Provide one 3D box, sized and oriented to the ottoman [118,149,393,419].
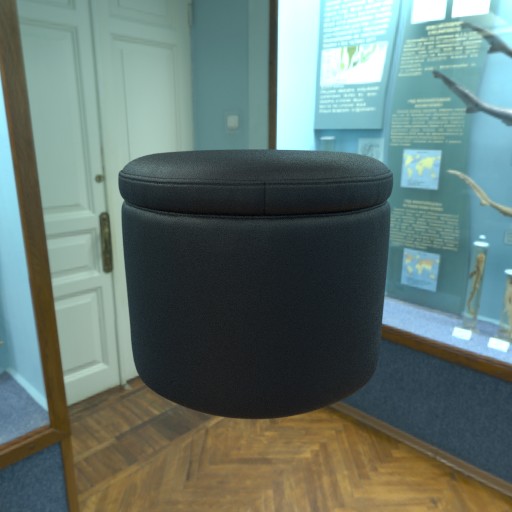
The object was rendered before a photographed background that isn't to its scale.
[{"bbox_3d":[0.000,0.000,0.881,0.501,0.409,0.501,0,15,0],"label":"ottoman"}]
